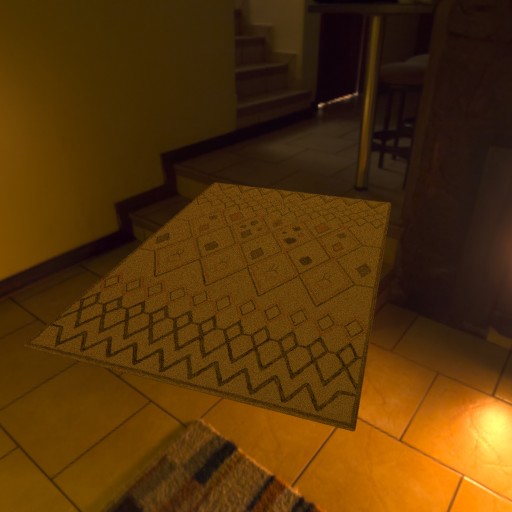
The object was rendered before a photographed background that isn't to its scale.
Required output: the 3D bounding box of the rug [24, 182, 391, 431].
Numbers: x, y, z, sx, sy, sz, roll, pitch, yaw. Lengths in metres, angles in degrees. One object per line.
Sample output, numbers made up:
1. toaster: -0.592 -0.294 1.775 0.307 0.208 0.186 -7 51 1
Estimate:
1. rug: 0.000 0.000 2.238 1.219 0.016 1.829 9 31 16
